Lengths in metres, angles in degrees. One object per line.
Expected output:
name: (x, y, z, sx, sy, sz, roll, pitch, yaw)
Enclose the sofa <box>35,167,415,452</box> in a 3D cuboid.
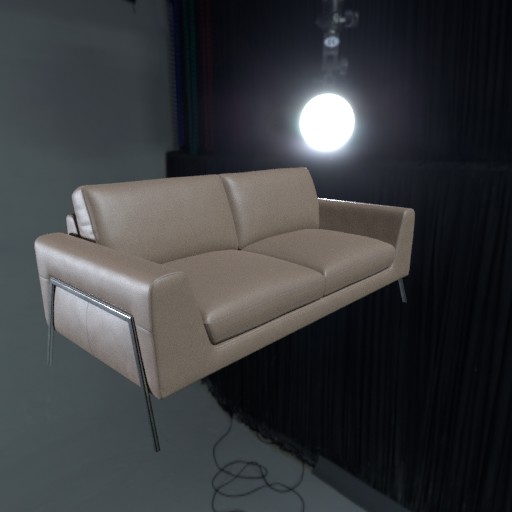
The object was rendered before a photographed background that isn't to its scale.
sofa: (0.000, 0.000, 2.470, 0.953, 0.875, 2.017, 14, 20, 41)
